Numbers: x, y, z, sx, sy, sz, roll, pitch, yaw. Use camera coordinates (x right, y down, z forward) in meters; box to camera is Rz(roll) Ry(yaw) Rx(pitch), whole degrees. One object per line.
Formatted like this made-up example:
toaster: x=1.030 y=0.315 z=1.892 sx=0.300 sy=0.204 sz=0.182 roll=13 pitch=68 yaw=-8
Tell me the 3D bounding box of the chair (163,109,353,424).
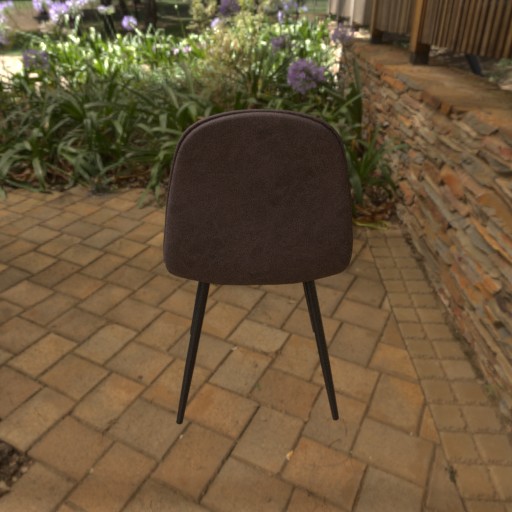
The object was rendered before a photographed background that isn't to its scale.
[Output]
chair: x=0.000 y=0.000 z=1.232 sx=0.472 sy=0.889 sz=0.561 roll=-1 pitch=29 yaw=-2
